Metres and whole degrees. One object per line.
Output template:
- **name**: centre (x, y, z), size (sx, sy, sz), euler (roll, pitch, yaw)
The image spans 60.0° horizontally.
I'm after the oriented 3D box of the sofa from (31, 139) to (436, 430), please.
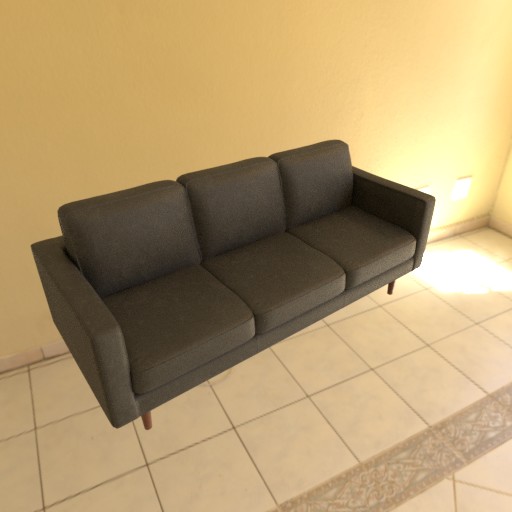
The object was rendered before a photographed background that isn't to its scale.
- **sofa**: centre (0.000, 0.000, 2.439), size (2.029, 0.899, 0.879), euler (-21, 37, -31)
